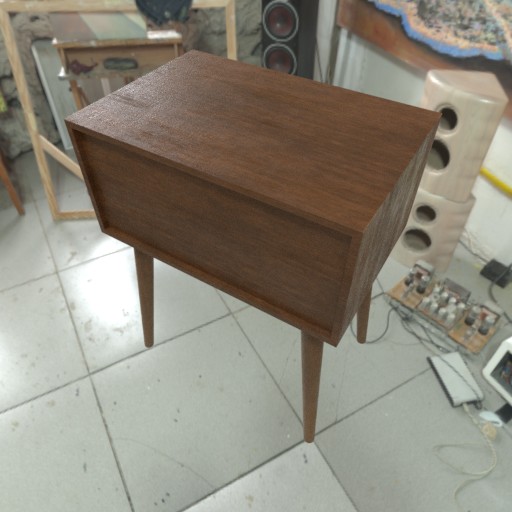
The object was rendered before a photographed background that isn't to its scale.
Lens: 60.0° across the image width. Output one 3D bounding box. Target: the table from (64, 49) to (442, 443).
[{"bbox_3d":[0.000,0.000,0.846,0.454,0.580,0.307,24,50,22],"label":"table"}]
